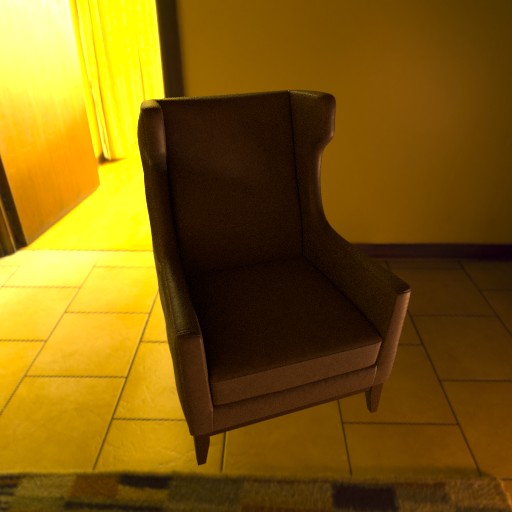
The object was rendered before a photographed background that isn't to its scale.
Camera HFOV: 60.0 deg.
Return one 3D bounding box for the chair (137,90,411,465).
[{"bbox_3d":[0.000,0.000,1.667,0.769,1.079,0.899,-10,32,-16],"label":"chair"}]
